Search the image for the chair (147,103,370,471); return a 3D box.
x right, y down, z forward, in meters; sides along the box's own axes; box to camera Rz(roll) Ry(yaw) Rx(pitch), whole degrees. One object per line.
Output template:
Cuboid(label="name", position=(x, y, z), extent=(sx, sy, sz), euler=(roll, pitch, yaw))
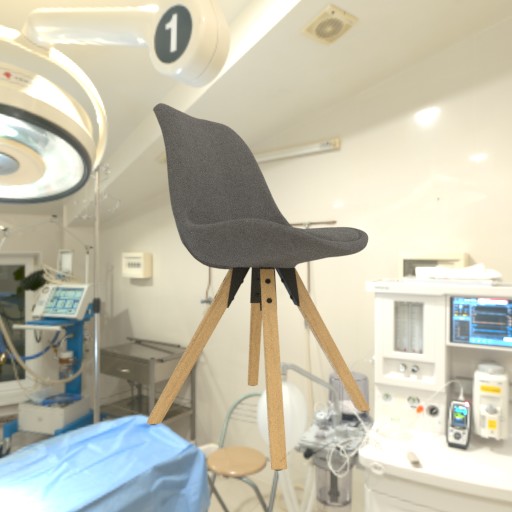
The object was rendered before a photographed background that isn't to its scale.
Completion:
Cuboid(label="chair", position=(0.000, 0.000, 1.188), extent=(0.550, 0.850, 0.485), euler=(0, 1, 37))
